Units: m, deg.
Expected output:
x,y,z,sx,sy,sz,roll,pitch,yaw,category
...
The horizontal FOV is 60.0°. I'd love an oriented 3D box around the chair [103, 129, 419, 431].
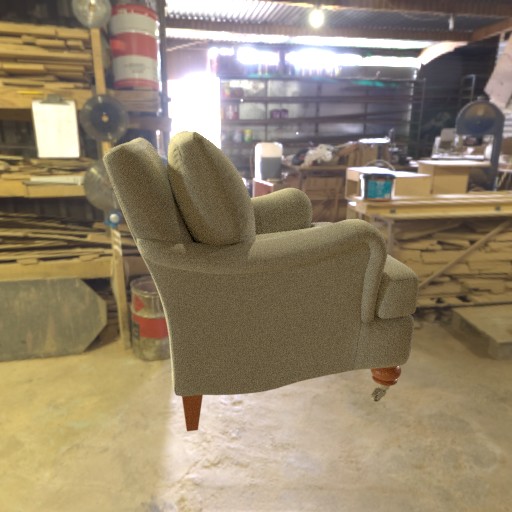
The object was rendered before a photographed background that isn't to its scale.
x,y,z,sx,sy,sz,roll,pitch,yaw,category
0.000,0.000,1.897,1.070,1.038,0.955,-3,17,-11,chair
